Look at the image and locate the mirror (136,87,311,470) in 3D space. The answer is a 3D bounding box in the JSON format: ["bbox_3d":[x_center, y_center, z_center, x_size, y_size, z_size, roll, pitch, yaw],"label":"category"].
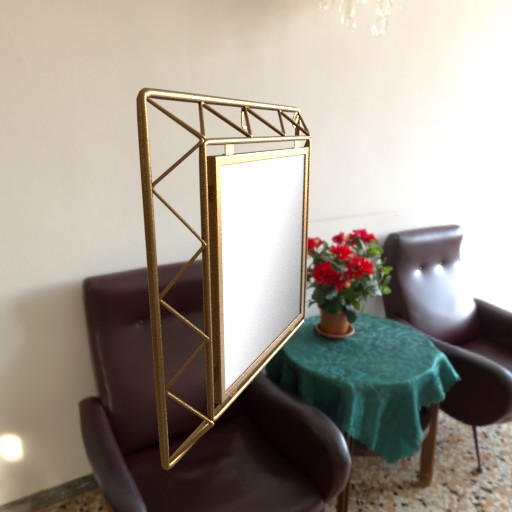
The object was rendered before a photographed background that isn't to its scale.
[{"bbox_3d":[0.000,0.000,0.621,0.046,0.414,0.416,7,17,24],"label":"mirror"}]
